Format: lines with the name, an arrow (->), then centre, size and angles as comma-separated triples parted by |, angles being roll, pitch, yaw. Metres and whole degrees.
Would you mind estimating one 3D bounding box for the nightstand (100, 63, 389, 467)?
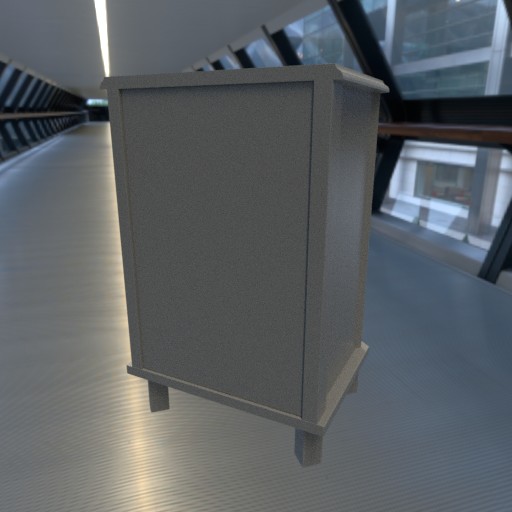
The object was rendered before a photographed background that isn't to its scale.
nightstand -> 0.000, 0.000, 0.920 | 0.435, 0.680, 0.348 | 8, 19, 26
